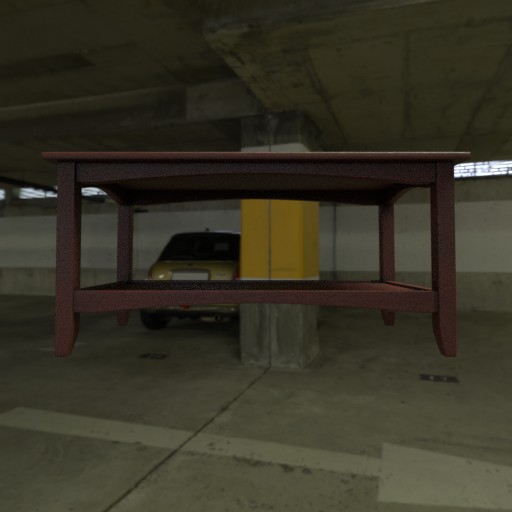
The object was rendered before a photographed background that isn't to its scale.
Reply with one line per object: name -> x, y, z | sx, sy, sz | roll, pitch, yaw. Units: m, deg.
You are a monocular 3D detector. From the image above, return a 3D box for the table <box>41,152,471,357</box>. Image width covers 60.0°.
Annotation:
table -> 0.000, 0.000, 1.236 | 0.943, 0.456, 0.533 | 0, 0, 0
